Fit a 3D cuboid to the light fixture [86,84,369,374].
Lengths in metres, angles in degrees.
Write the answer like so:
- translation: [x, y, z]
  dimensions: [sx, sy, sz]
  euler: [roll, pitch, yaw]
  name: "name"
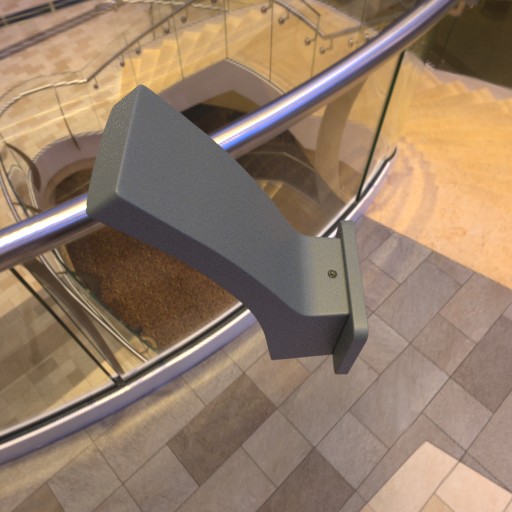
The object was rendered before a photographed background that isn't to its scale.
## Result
- translation: [0.000, 0.000, 0.330]
  dimensions: [0.174, 0.243, 0.108]
  euler: [0, 58, 0]
  name: "light fixture"
